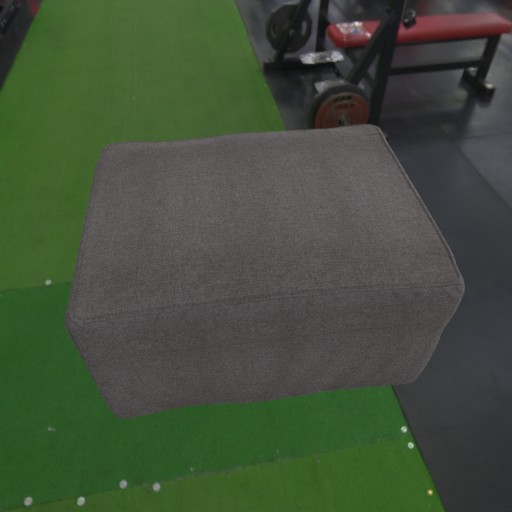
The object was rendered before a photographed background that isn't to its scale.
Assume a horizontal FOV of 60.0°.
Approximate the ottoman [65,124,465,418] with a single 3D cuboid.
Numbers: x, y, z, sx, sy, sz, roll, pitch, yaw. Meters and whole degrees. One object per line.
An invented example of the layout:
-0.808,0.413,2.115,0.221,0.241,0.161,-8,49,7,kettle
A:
0.000,0.000,1.231,0.833,0.492,0.652,-5,47,-5,ottoman
